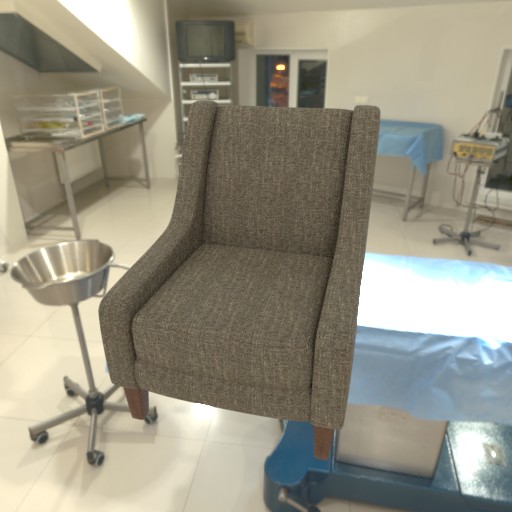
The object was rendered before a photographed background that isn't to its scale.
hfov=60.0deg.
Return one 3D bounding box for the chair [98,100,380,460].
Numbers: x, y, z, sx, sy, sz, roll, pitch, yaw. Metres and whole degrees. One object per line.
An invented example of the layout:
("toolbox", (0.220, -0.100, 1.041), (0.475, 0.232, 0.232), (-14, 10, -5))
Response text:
("chair", (0.000, 0.000, 1.670), (0.793, 1.012, 0.944), (7, 26, 14))
